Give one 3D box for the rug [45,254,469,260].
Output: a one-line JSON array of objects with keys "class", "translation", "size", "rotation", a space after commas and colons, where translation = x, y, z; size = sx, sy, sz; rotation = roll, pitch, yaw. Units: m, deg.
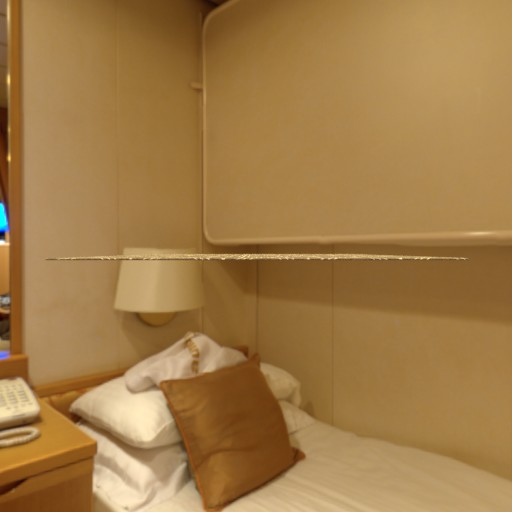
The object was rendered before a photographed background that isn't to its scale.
[{"class": "rug", "translation": [0.000, 0.000, 4.089], "size": [2.457, 0.012, 3.062], "rotation": [0, 1, 0]}]
